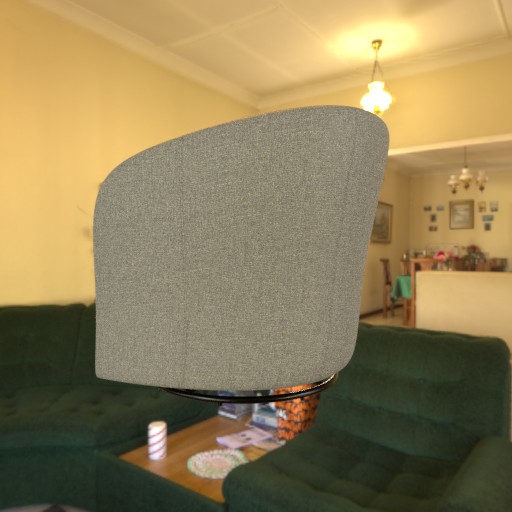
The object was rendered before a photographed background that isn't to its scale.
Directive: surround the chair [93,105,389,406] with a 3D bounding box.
[{"bbox_3d":[0.000,0.000,1.417,0.815,0.771,0.791,0,1,19],"label":"chair"}]
